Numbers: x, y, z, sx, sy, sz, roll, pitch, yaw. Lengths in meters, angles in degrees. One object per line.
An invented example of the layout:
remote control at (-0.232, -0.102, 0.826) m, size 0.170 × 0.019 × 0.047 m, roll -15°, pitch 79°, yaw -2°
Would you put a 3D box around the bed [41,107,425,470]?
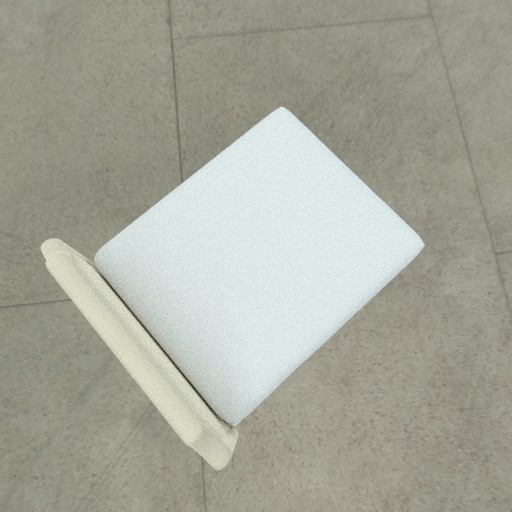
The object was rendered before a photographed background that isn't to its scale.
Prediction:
bed at (0.000, 0.000, 3.316) m, size 2.209 × 1.296 × 1.827 m, roll -41°, pitch 78°, yaw -10°
